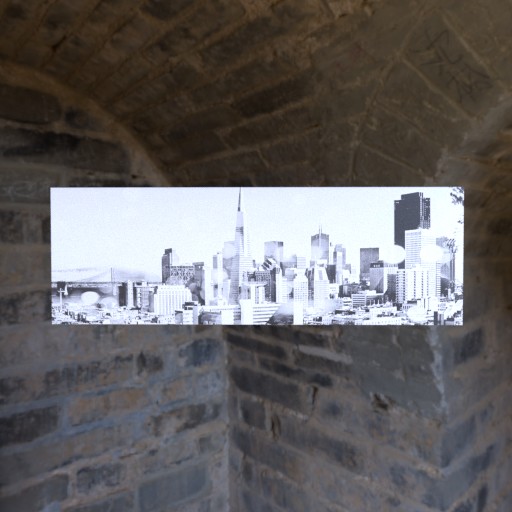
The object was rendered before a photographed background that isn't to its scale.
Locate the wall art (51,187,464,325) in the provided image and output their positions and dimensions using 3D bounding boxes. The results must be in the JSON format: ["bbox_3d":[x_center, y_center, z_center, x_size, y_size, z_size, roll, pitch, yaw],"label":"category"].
[{"bbox_3d":[0.000,0.000,0.841,0.766,0.256,0.036,0,1,1],"label":"wall art"}]
